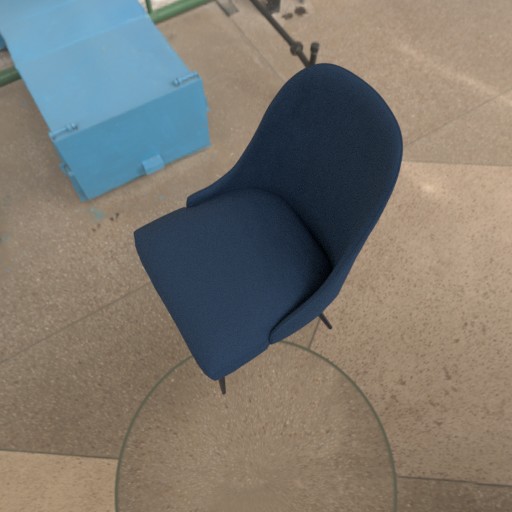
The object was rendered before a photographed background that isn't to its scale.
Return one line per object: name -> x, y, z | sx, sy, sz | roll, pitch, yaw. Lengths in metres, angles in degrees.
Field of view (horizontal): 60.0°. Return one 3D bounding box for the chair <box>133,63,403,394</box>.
chair -> 0.000, 0.000, 1.216 | 0.559, 0.896, 0.478 | -28, 67, -13
